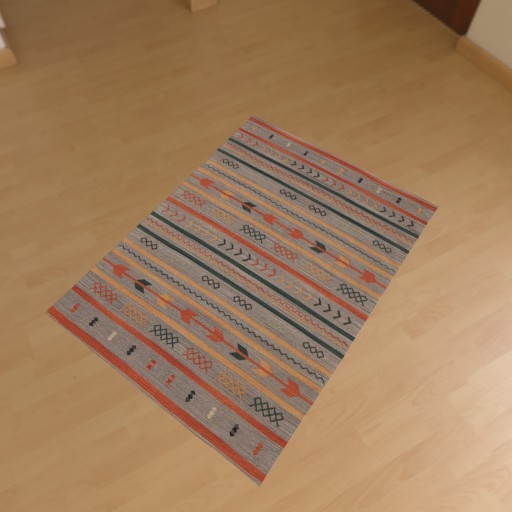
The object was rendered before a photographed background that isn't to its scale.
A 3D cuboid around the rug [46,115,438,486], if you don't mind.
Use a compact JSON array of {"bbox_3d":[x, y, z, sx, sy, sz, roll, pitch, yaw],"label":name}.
[{"bbox_3d":[0.000,0.000,4.066,2.263,0.022,3.029,32,63,18],"label":"rug"}]
